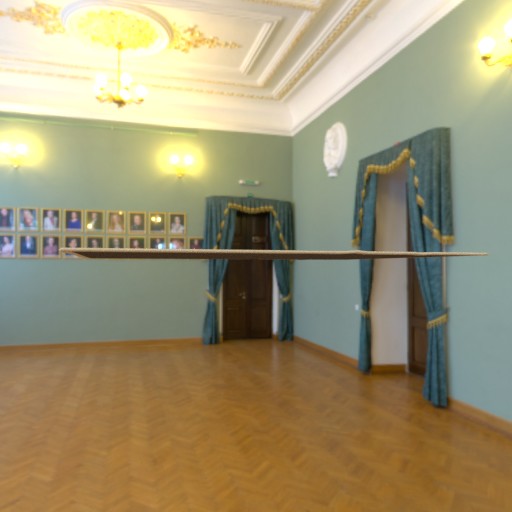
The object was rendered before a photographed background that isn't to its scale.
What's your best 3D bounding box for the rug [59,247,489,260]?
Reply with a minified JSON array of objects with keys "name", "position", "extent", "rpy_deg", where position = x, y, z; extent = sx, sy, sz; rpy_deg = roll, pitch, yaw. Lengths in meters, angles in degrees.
[{"name":"rug","position":[0.000,0.000,4.825],"extent":[3.659,0.037,2.734],"rpy_deg":[0,-1,-18]}]
